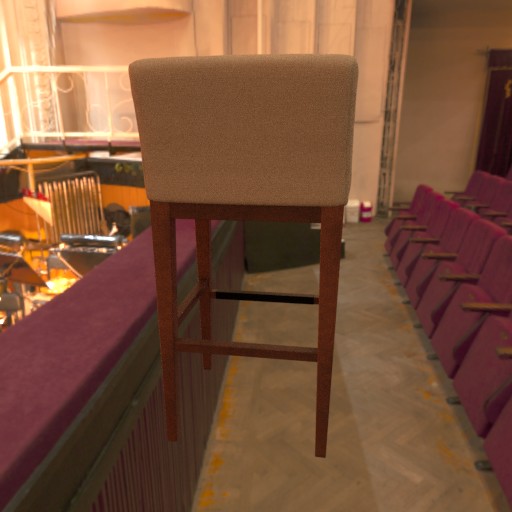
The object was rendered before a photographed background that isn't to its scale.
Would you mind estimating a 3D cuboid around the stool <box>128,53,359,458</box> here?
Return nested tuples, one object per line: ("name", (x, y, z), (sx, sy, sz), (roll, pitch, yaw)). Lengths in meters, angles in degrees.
("stool", (0.000, 0.000, 1.307), (0.511, 1.037, 0.500), (3, 17, 8))
